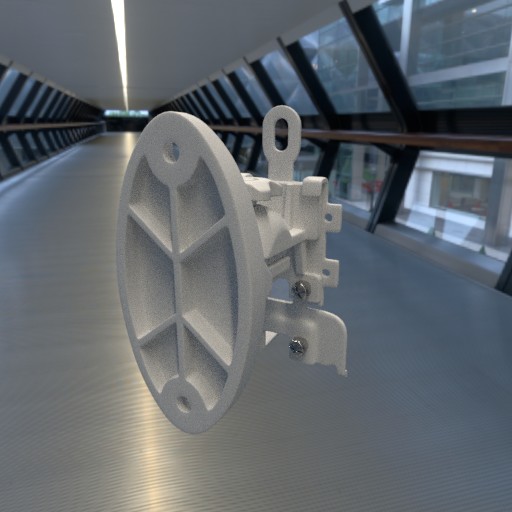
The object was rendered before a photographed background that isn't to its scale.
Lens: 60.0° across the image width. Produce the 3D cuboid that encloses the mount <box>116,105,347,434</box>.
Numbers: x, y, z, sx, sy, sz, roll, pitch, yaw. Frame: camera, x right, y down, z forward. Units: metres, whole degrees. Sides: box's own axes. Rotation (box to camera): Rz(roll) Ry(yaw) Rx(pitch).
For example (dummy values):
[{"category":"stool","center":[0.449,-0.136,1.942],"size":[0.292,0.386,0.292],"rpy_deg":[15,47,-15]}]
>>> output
[{"category":"mount","center":[0.000,0.000,0.180],"size":[0.066,0.118,0.100],"rpy_deg":[8,18,28]}]
